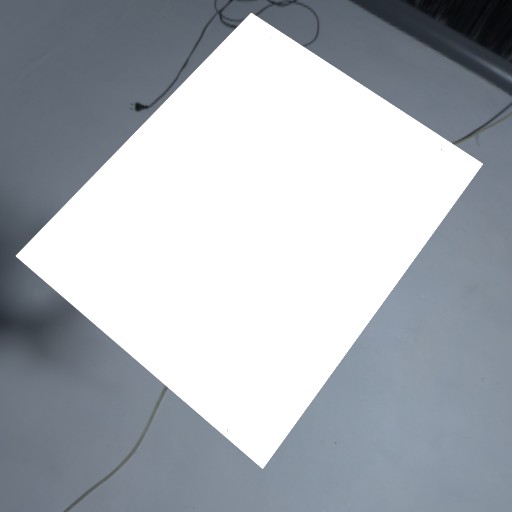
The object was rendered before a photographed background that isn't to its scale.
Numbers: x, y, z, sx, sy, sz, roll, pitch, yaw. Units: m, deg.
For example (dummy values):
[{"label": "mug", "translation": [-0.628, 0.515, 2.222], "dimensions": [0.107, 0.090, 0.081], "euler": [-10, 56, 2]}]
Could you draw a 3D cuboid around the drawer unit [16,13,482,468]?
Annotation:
[{"label": "drawer unit", "translation": [0.000, 0.000, 0.587], "dimensions": [0.290, 0.344, 0.349], "euler": [37, 78, 9]}]
